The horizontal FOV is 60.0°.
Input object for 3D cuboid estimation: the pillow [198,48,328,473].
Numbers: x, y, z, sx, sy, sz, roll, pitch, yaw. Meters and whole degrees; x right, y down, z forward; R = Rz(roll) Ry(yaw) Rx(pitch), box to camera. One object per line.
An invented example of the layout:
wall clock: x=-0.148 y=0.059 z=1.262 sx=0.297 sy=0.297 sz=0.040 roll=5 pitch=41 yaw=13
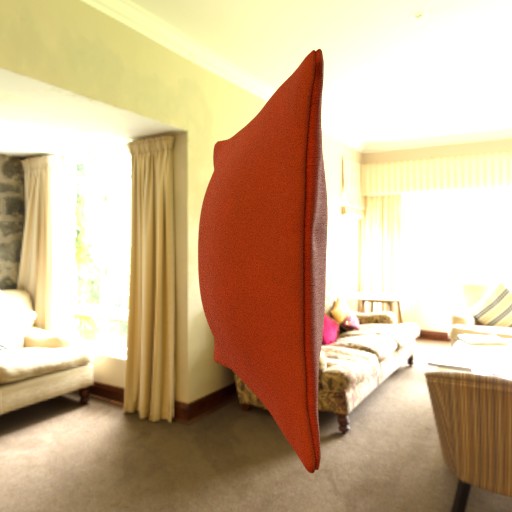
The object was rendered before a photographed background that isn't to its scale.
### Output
pillow: x=0.000 y=0.000 z=0.638 sx=0.151 sy=0.416 sz=0.435 roll=-1 pitch=2 yaw=-18
